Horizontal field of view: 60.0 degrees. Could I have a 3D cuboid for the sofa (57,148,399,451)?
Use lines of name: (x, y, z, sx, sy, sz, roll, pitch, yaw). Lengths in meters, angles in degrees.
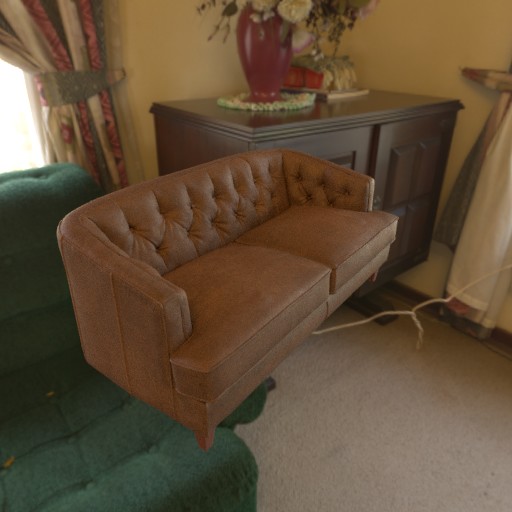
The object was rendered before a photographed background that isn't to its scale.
sofa: (0.000, 0.000, 2.275, 0.917, 0.799, 1.767, 17, 31, 32)
